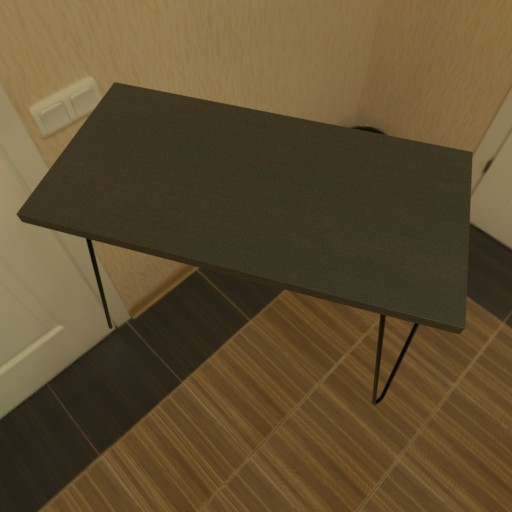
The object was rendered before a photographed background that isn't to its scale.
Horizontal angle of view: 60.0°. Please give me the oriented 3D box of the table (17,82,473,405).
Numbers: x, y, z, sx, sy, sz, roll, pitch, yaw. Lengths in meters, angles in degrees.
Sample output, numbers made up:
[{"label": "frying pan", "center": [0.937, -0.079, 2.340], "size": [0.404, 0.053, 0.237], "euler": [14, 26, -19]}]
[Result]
[{"label": "table", "center": [0.000, 0.000, 1.340], "size": [0.991, 0.660, 0.499], "euler": [14, 58, 9]}]
